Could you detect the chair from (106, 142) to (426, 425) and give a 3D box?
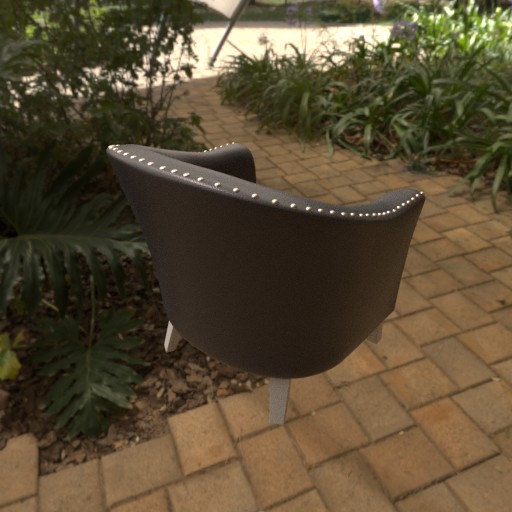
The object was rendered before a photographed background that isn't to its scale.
[{"bbox_3d":[0.000,0.000,1.446,0.794,0.823,0.748,23,39,33],"label":"chair"}]
